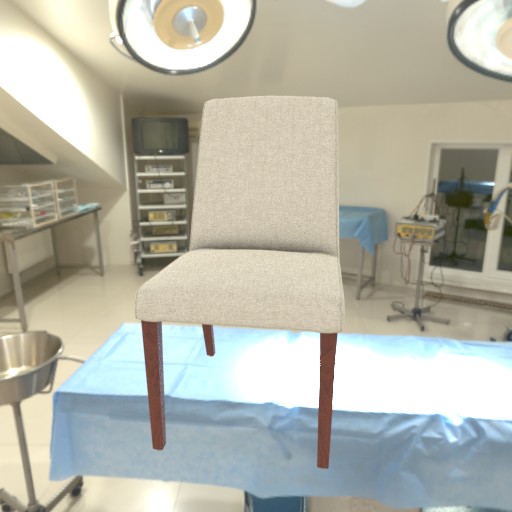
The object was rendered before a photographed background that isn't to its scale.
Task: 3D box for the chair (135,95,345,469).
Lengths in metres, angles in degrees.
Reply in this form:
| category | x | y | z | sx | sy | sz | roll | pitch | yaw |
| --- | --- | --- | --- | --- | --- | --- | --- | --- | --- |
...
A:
| category | x | y | z | sx | sy | sz | roll | pitch | yaw |
| --- | --- | --- | --- | --- | --- | --- | --- | --- | --- |
| chair | 0.000 | 0.000 | 1.245 | 0.480 | 0.900 | 0.594 | 2 | 15 | 9 |
